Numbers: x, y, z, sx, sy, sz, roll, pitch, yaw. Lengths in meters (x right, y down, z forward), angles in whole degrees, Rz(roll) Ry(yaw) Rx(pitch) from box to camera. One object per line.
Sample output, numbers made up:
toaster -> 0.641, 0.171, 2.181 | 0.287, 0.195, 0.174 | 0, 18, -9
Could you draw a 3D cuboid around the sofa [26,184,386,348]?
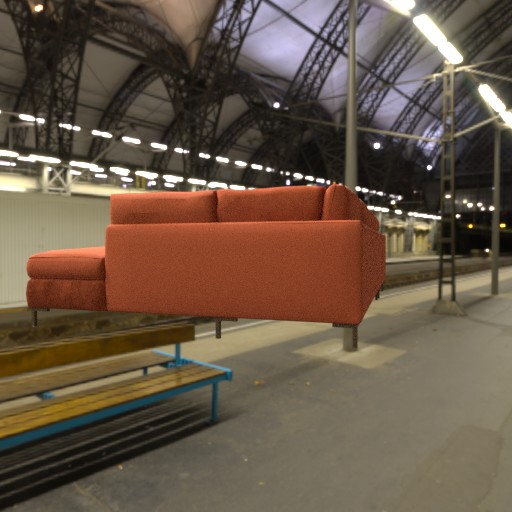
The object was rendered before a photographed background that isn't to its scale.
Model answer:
sofa -> 0.000, 0.000, 3.506 | 1.879, 0.757, 2.736 | 0, 1, 18
